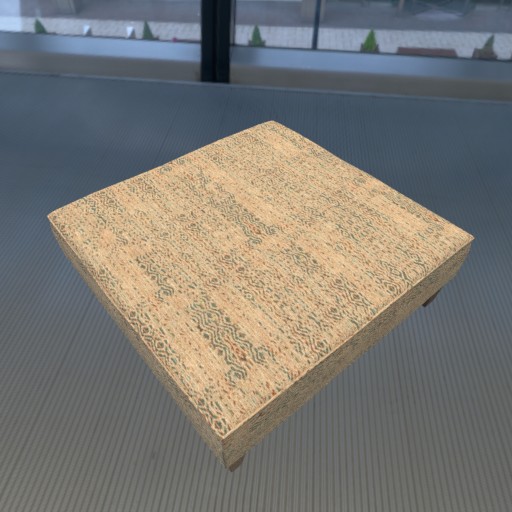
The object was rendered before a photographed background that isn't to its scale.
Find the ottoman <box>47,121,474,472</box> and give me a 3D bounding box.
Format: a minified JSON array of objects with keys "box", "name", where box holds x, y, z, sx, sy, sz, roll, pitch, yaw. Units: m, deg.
[{"box":[0.000,0.000,1.519,1.004,0.356,0.968,-31,53,-27],"name":"ottoman"}]
